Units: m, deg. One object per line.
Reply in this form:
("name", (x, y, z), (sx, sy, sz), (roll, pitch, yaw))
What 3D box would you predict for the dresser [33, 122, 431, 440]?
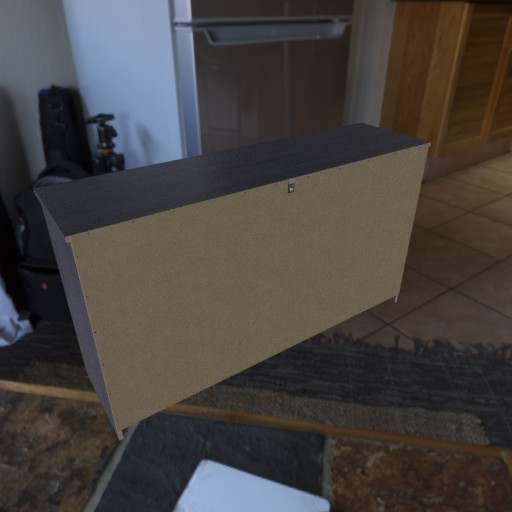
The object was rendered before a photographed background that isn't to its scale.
("dresser", (0.000, 0.000, 1.709), (1.360, 0.755, 0.401), (-19, 36, -29))
